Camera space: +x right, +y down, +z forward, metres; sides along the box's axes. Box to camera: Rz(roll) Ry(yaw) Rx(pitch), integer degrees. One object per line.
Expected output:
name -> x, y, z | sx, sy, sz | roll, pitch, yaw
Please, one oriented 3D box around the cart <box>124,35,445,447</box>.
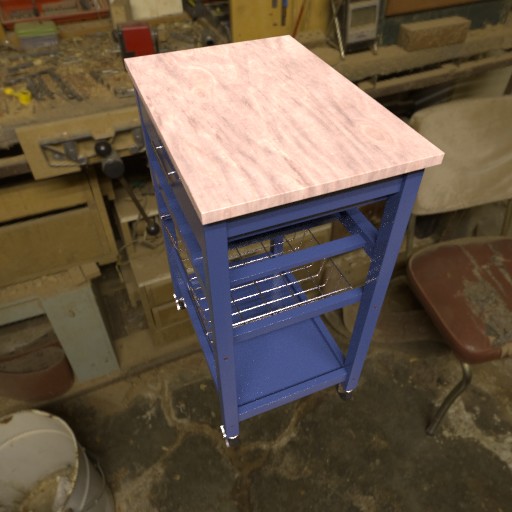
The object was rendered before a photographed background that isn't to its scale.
cart -> 0.000, 0.000, 1.128 | 0.403, 0.839, 0.584 | -16, 47, -16
